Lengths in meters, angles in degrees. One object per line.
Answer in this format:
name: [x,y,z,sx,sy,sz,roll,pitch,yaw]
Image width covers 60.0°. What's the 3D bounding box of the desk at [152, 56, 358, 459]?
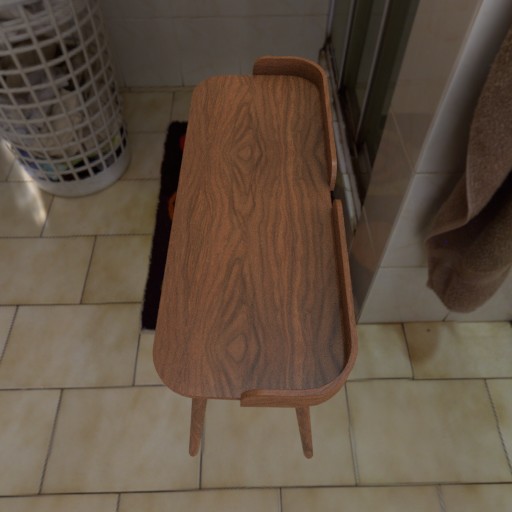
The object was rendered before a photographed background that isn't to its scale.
desk: [0.000,0.000,1.631,0.486,0.800,1.256,1,56,1]
